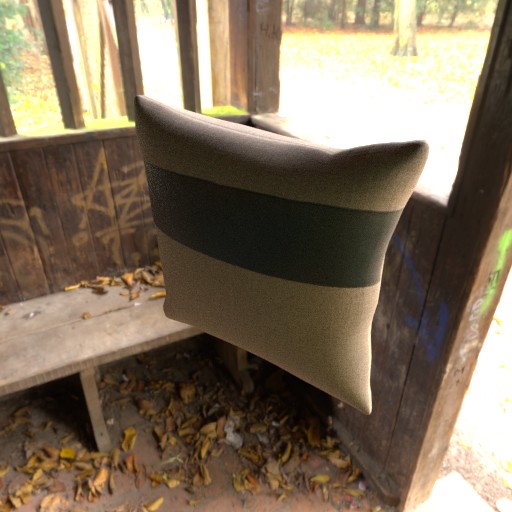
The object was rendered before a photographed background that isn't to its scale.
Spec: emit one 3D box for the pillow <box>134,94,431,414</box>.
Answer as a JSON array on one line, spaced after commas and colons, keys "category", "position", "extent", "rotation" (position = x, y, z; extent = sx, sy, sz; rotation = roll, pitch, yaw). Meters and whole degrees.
[{"category": "pillow", "position": [0.000, 0.000, 0.634], "extent": [0.414, 0.399, 0.173], "rotation": [19, 36, 29]}]
